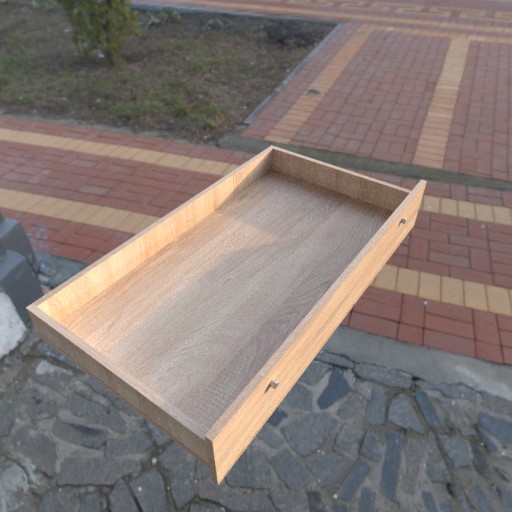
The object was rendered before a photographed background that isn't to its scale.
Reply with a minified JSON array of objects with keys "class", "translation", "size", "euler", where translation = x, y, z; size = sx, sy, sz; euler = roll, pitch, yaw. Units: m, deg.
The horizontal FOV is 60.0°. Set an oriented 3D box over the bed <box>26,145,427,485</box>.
[{"class":"bed","translation":[0.000,0.000,1.446],"size":[0.685,0.209,1.200],"euler":[25,46,26]}]
